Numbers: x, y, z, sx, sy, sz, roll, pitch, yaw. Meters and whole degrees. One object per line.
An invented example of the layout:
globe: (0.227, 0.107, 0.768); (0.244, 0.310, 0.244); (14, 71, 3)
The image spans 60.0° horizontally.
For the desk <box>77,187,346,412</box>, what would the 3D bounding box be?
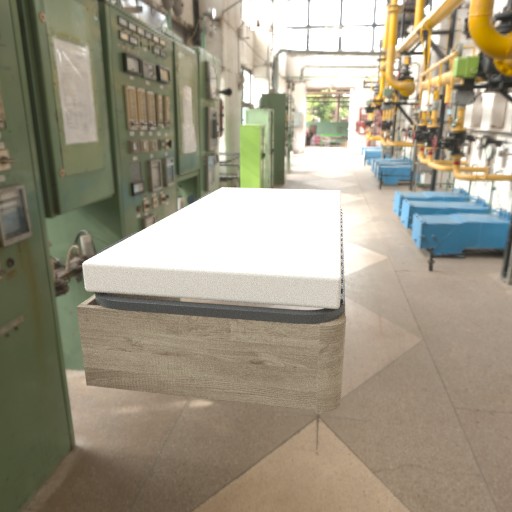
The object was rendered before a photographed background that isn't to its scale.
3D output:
desk: (0.000, 0.000, 2.330); (0.900, 0.455, 1.900); (3, 17, 10)
